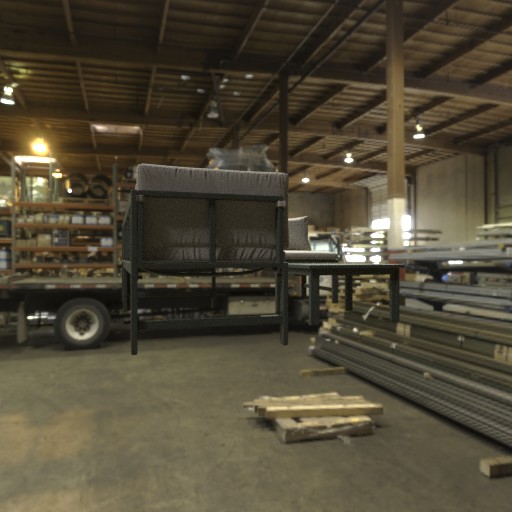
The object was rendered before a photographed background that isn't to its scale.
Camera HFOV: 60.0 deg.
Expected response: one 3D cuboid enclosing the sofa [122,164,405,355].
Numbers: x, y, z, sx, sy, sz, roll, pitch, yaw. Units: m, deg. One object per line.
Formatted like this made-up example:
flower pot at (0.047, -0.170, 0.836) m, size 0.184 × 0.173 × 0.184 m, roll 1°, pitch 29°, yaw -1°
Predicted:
sofa at (0.000, 0.000, 2.921) m, size 1.658 × 0.758 × 2.096 m, roll 0°, pitch 0°, yaw -18°
